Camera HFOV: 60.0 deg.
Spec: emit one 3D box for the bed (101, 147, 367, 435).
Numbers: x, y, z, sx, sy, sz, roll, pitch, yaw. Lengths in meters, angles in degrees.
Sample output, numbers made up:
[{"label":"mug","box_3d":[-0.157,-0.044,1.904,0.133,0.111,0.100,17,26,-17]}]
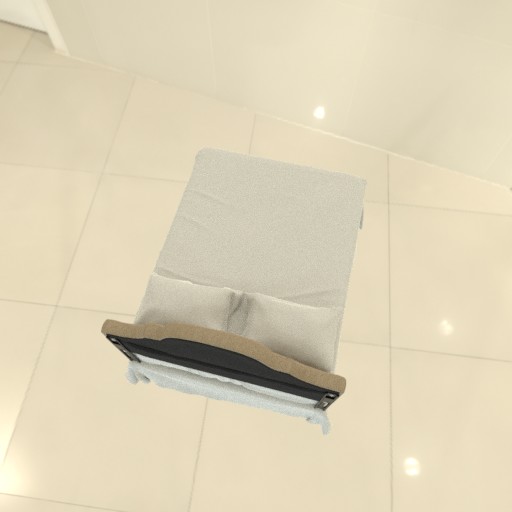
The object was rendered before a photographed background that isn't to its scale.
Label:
[{"label":"bed","box_3d":[0.000,0.000,3.552,1.780,1.634,2.222,13,64,6]}]
